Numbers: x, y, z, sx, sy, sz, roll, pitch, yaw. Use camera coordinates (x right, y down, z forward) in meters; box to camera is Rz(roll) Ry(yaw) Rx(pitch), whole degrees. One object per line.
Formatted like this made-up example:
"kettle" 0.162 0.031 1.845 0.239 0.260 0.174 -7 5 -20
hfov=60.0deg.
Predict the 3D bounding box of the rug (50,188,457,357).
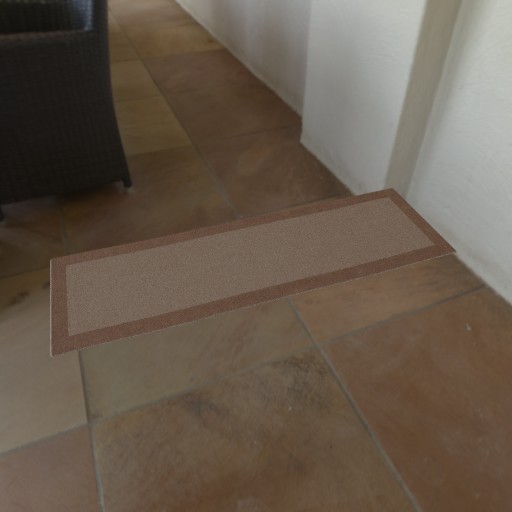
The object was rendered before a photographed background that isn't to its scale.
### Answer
"rug" 0.000 0.000 2.769 2.430 0.012 0.767 -13 44 -14
